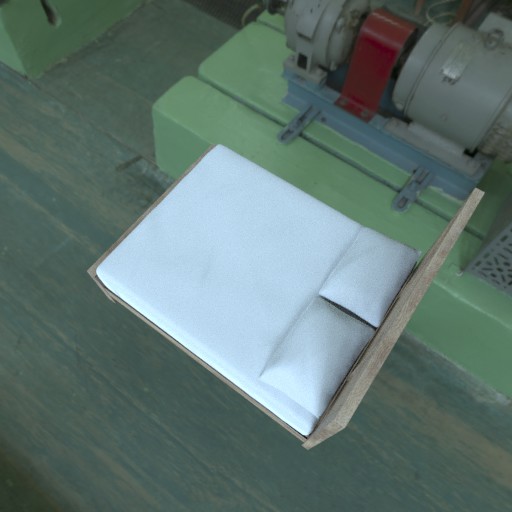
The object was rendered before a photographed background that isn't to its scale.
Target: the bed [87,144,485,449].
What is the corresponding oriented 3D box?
[{"bbox_3d":[0.000,0.000,3.353,2.197,1.626,1.626,33,68,15],"label":"bed"}]
